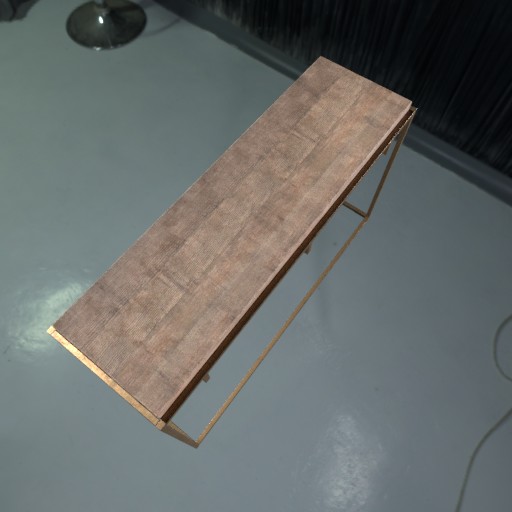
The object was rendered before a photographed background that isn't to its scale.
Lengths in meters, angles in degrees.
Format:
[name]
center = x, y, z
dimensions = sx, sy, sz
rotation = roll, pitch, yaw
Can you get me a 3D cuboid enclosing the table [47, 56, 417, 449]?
[table]
center = 0.000, 0.000, 1.785
dimensions = 0.440, 0.820, 1.400
rotation = 34, 68, 16
